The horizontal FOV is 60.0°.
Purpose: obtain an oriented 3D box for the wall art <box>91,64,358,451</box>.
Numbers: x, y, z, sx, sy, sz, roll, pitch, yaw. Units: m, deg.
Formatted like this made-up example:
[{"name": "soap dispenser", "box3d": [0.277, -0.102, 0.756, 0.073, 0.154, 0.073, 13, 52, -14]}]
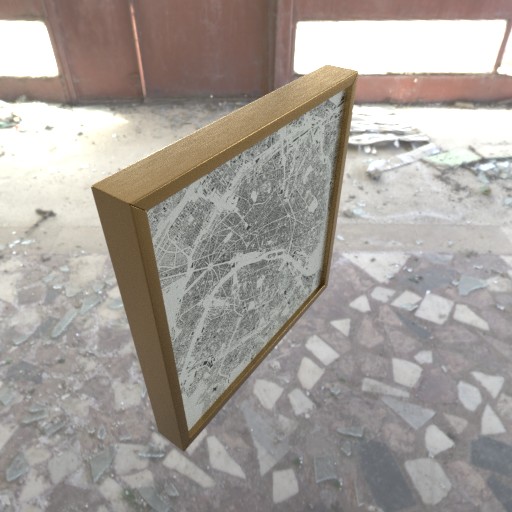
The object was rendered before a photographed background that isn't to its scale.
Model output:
[{"name": "wall art", "box3d": [0.000, 0.000, 0.463, 0.037, 0.305, 0.305, 25, 46, 27]}]
